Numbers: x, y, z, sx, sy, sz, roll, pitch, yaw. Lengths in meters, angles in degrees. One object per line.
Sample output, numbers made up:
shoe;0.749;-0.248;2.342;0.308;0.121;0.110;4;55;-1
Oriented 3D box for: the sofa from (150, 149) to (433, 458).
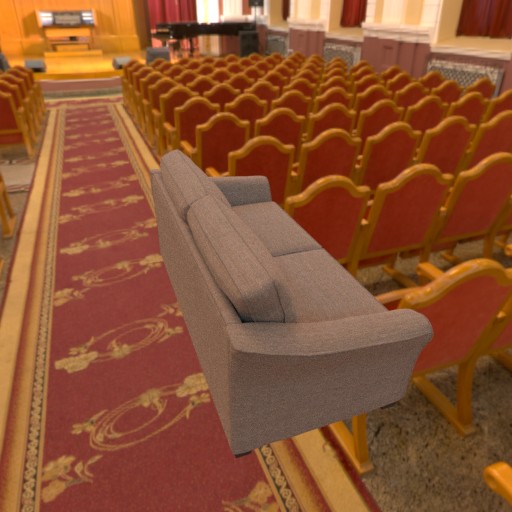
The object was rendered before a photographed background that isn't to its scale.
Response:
sofa;0.000;0.000;2.826;0.980;0.965;2.270;-10;31;-17
